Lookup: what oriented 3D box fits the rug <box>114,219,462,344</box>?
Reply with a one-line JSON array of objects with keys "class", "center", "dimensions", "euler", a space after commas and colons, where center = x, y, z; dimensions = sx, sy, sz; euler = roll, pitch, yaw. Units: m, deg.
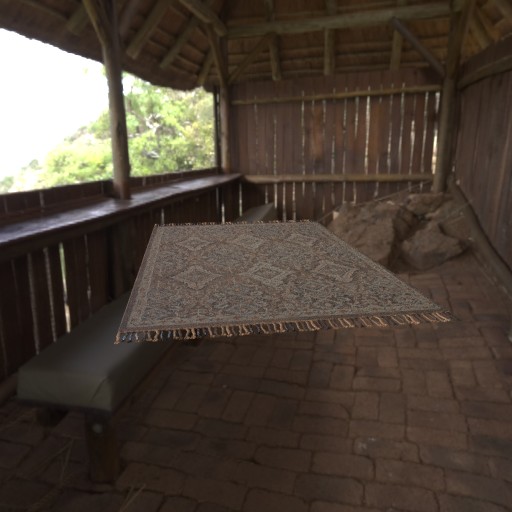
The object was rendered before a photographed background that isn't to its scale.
[{"class": "rug", "center": [0.000, 0.000, 3.041], "dimensions": [1.516, 0.010, 2.434], "euler": [-2, 16, -8]}]
